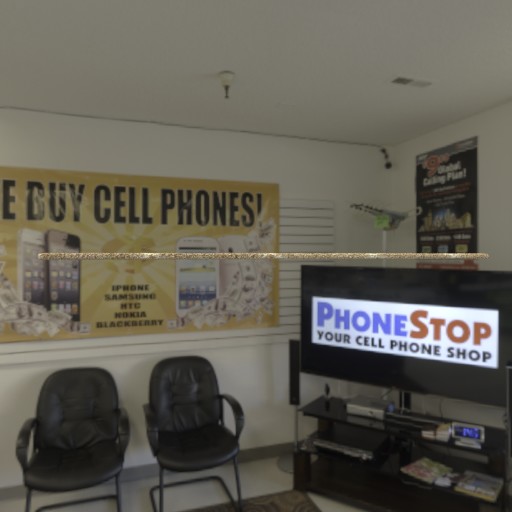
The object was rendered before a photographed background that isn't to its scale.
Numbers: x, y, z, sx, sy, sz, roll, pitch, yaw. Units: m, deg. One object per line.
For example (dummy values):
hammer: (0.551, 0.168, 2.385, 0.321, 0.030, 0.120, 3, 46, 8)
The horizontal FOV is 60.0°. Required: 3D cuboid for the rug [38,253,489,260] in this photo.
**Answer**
rug: (0.000, 0.000, 2.999, 2.438, 0.030, 1.524, 0, 0, -17)
